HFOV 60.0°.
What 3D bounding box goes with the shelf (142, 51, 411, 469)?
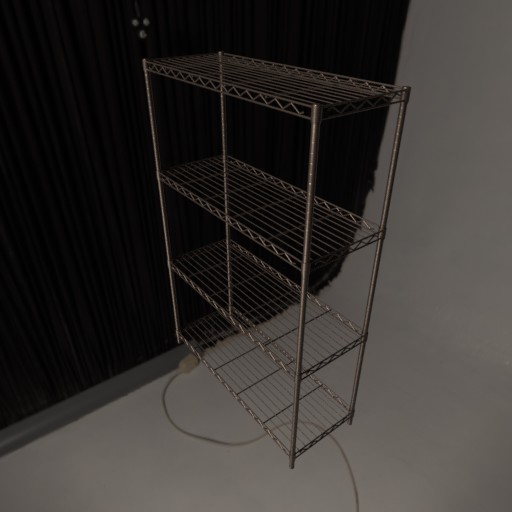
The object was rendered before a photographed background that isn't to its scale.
[{"bbox_3d":[0.000,0.000,1.741,0.352,1.361,0.907,-22,38,-31],"label":"shelf"}]
